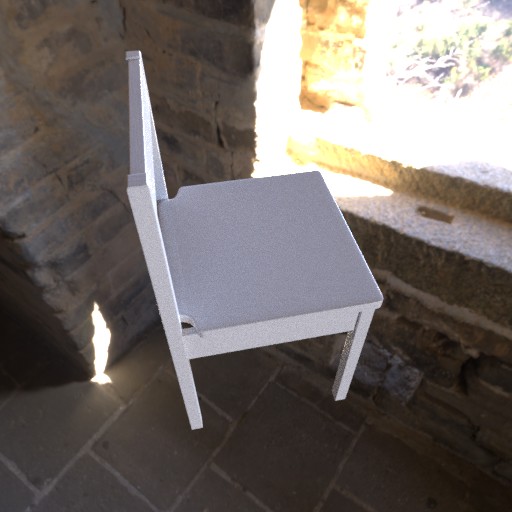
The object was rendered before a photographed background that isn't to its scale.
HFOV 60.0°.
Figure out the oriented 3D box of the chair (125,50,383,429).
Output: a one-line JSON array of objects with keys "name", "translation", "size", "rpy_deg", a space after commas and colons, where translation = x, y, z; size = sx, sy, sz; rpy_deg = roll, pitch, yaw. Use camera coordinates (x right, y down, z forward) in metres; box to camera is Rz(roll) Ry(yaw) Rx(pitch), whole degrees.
[{"name": "chair", "translation": [0.000, 0.000, 0.862], "size": [0.361, 0.668, 0.367], "rpy_deg": [-8, 48, -8]}]
